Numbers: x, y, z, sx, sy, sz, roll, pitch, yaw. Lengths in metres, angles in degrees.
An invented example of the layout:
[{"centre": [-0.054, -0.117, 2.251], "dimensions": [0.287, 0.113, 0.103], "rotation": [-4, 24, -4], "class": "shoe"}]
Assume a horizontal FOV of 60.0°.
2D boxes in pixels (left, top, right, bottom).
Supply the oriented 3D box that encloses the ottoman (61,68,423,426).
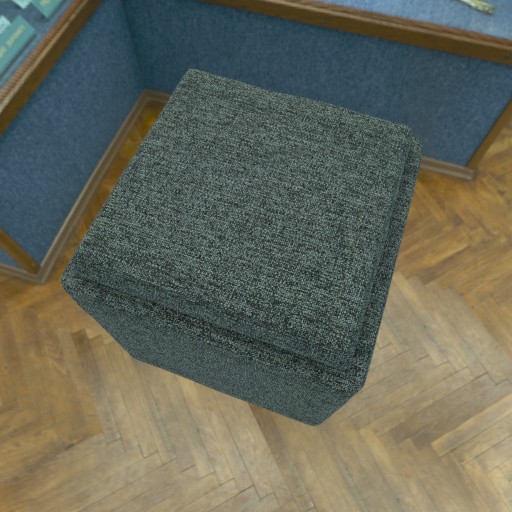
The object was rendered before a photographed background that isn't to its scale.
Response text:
[{"centre": [0.000, 0.000, 0.833], "dimensions": [0.450, 0.463, 0.450], "rotation": [18, 65, 9], "class": "ottoman"}]
